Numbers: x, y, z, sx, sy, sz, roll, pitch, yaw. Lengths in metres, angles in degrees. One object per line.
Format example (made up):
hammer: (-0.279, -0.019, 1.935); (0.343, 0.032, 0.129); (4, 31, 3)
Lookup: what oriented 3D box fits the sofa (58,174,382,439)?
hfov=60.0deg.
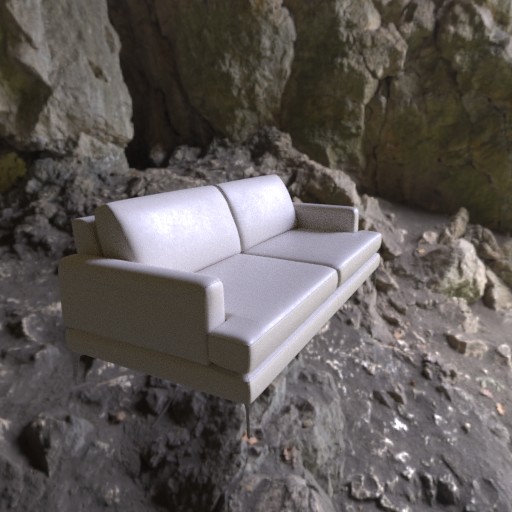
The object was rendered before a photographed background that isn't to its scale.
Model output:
sofa: (0.000, 0.000, 2.467); (0.974, 0.765, 1.940); (8, 17, 27)
